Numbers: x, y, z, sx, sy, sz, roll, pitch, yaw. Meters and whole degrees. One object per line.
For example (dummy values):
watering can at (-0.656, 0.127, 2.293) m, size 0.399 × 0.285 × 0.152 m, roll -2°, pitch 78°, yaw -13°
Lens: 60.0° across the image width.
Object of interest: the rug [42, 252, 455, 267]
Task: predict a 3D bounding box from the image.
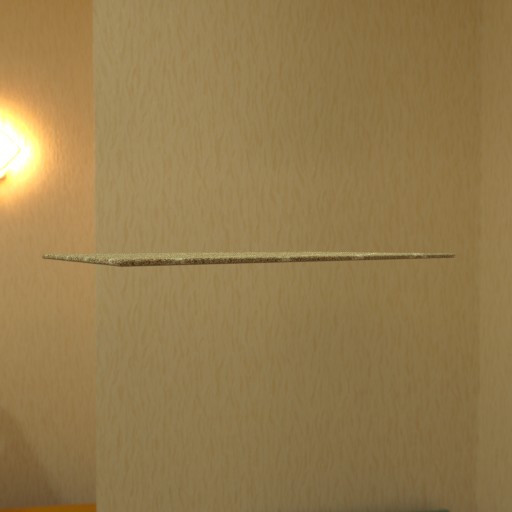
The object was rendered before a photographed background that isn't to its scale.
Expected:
rug at (0.000, 0.000, 3.064) m, size 2.438 × 0.030 × 1.524 m, roll -1°, pitch 1°, yaw -36°
